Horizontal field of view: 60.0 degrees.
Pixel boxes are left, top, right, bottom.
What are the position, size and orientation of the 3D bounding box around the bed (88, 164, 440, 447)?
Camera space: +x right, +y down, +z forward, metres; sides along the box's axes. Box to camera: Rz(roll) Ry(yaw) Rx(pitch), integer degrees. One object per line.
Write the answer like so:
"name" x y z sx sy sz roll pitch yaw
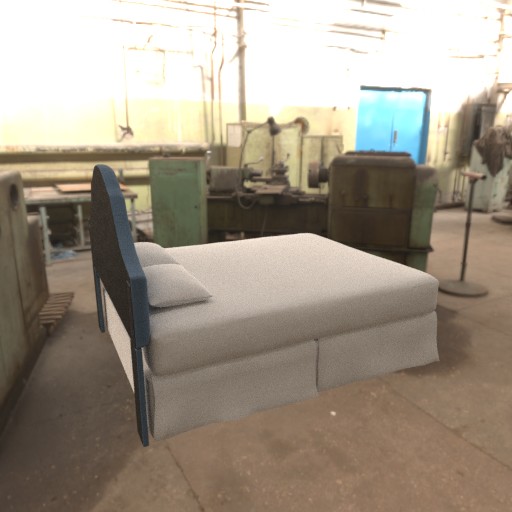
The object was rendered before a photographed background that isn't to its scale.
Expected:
"bed" 0.000 0.000 3.824 2.477 1.617 2.039 -7 17 -25
